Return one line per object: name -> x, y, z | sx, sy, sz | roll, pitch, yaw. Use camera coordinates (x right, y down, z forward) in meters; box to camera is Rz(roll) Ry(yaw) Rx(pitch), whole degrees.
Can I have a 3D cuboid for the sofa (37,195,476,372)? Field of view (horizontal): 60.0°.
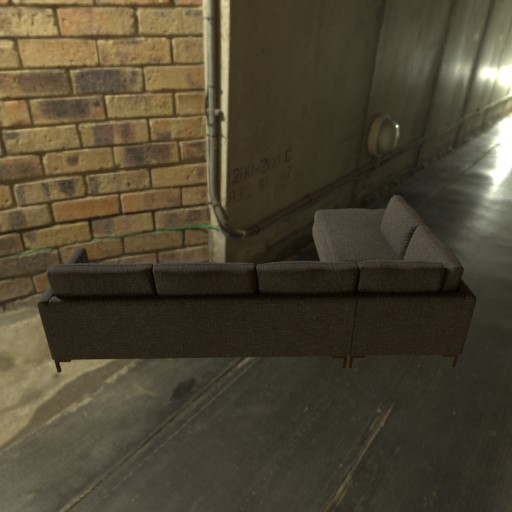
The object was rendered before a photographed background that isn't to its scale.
sofa -> 0.000, 0.000, 3.866 | 2.949, 0.815, 2.007 | -1, 28, -1
